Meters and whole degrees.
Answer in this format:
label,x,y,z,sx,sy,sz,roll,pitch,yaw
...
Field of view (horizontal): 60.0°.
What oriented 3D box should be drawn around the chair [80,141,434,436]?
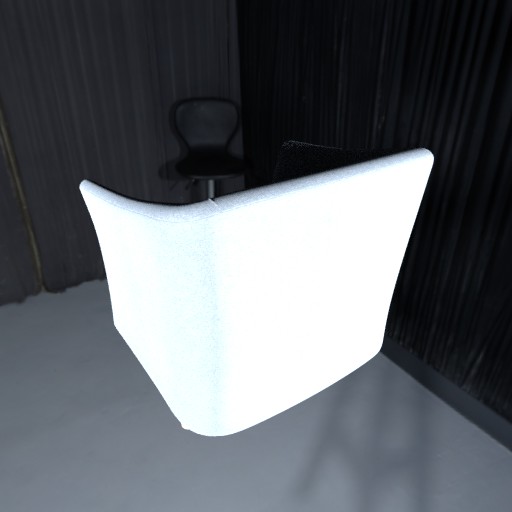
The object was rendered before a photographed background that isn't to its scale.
label,x,y,z,sx,sy,sz,roll,pitch,yaw
chair,0.000,0.000,1.342,0.790,0.720,0.700,-19,35,-29
